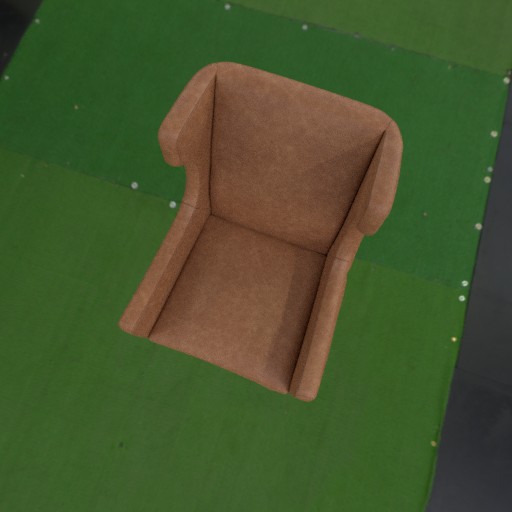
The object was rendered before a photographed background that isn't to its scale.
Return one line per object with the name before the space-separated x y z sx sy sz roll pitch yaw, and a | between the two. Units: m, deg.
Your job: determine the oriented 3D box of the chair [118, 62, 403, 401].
chair | 0.000 0.000 1.709 0.766 1.079 0.899 20 76 5
